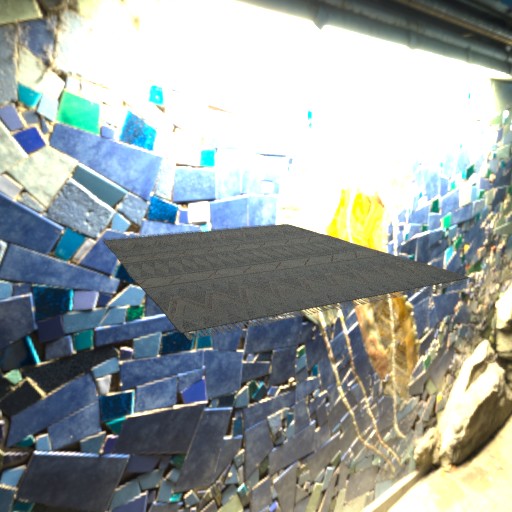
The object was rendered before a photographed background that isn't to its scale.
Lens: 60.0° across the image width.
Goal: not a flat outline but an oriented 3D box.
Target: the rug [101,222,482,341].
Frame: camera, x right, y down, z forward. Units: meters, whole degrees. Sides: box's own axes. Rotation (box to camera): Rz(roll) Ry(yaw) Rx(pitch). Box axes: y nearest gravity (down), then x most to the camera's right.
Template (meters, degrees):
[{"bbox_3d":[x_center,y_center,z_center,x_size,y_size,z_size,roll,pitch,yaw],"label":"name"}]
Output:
[{"bbox_3d":[0.000,0.000,4.138,2.371,0.012,3.000,-7,15,-26],"label":"rug"}]
